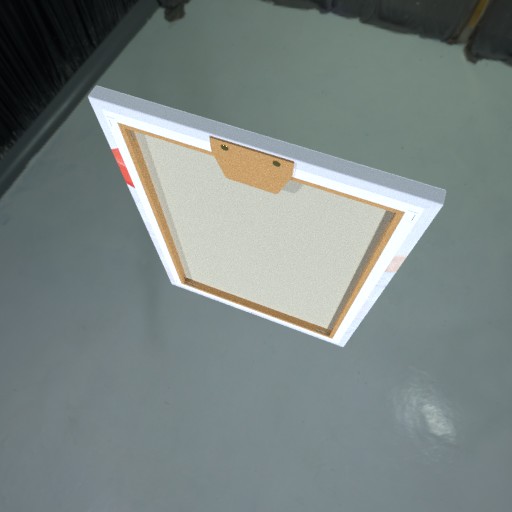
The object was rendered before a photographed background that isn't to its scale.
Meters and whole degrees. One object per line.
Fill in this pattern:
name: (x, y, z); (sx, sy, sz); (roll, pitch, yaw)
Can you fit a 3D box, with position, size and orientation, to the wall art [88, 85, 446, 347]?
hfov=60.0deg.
wall art: (0.000, 0.000, 1.099); (0.613, 0.848, 0.036); (19, 66, 9)
